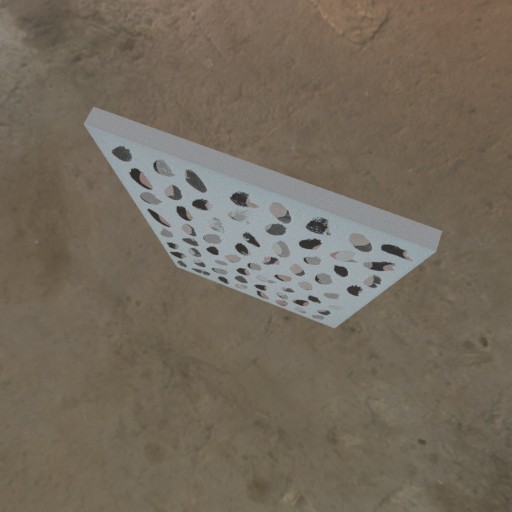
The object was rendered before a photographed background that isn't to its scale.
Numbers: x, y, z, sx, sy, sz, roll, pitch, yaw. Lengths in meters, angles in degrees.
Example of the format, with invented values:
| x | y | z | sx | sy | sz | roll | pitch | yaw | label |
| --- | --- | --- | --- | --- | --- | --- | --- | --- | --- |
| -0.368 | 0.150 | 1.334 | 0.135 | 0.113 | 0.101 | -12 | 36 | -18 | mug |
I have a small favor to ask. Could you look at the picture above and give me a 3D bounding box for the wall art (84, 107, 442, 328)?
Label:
| x | y | z | sx | sy | sz | roll | pitch | yaw | label |
| --- | --- | --- | --- | --- | --- | --- | --- | --- | --- |
| 0.000 | 0.000 | 1.156 | 0.610 | 0.916 | 0.037 | 21 | 75 | 6 | wall art |
